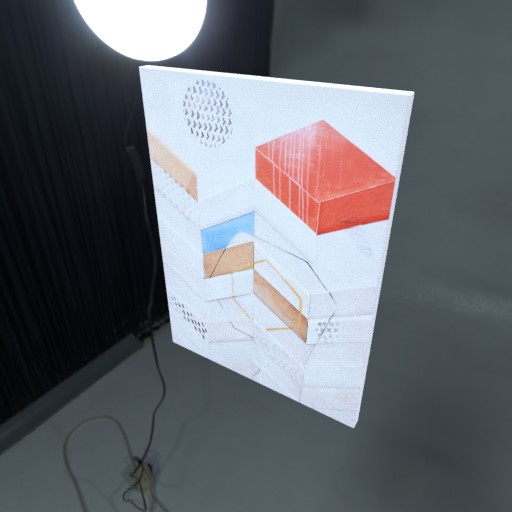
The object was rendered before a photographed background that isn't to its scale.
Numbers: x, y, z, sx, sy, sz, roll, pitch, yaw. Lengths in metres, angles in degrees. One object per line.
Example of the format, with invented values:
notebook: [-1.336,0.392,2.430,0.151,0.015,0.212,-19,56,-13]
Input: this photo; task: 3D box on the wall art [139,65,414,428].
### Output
wall art: [0.000,0.000,1.614,0.914,1.221,0.046,18,35,28]
